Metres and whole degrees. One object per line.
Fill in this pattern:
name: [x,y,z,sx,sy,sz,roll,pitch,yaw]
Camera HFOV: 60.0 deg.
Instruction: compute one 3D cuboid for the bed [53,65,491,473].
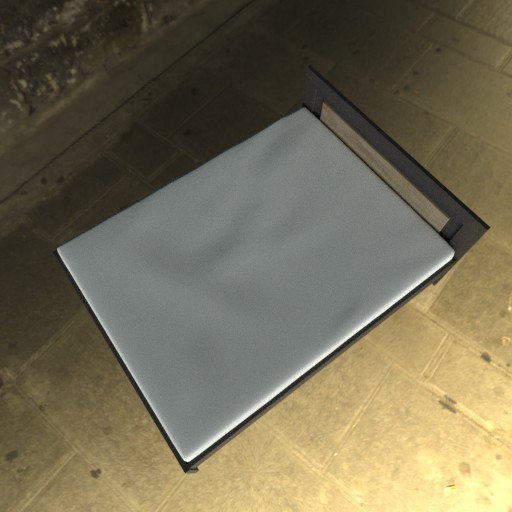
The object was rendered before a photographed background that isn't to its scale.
bed: [0.000,0.000,2.843,2.073,0.823,1.585,-33,69,-15]
